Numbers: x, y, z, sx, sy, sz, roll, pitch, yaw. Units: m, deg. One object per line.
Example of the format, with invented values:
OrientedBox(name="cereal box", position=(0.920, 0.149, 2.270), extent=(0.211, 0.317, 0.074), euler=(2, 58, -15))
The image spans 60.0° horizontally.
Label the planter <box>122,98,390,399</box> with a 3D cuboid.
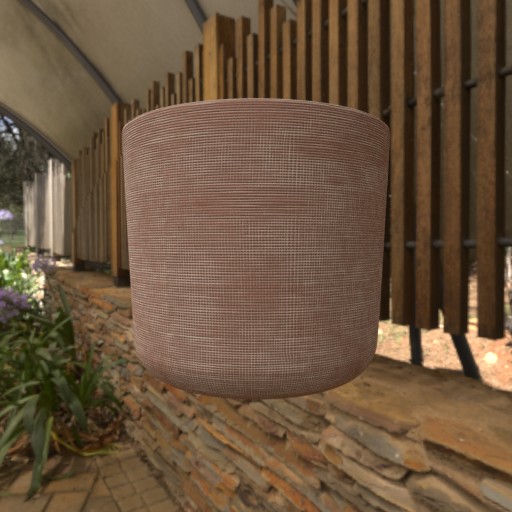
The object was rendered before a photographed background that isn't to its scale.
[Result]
OrientedBox(name="planter", position=(0.000, 0.000, 0.766), extent=(0.440, 0.398, 0.440), euler=(0, 2, 0))
